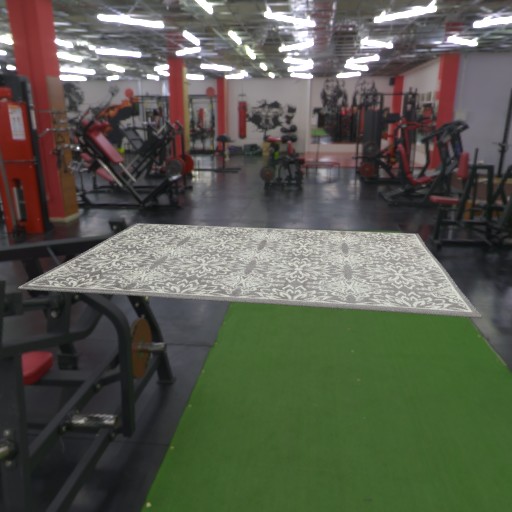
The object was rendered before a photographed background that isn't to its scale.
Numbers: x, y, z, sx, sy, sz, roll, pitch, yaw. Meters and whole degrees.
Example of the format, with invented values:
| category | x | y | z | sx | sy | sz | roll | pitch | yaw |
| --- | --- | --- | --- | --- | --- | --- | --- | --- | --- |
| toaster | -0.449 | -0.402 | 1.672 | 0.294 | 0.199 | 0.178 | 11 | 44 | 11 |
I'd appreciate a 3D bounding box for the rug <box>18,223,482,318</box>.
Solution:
| category | x | y | z | sx | sy | sz | roll | pitch | yaw |
| --- | --- | --- | --- | --- | --- | --- | --- | --- | --- |
| rug | 0.000 | 0.000 | 2.315 | 1.847 | 0.012 | 1.224 | 3 | 17 | 9 |
